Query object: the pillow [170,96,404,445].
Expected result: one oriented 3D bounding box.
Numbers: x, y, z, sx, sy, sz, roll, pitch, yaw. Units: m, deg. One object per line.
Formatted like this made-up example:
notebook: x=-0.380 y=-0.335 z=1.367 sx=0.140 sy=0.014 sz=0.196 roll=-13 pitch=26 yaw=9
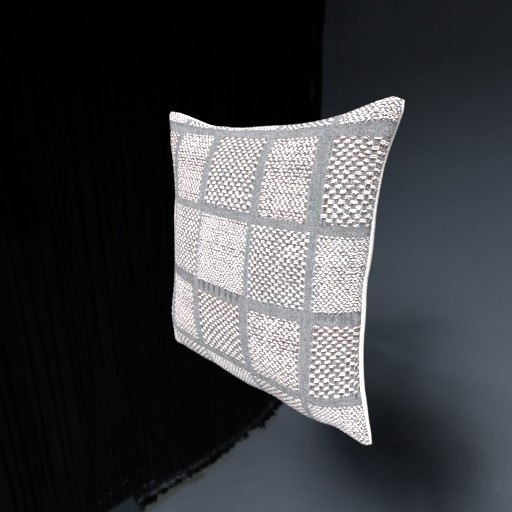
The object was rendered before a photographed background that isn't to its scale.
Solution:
pillow: x=0.000 y=0.000 z=0.671 sx=0.138 sy=0.432 sz=0.435 roll=-14 pitch=20 yaw=-42
